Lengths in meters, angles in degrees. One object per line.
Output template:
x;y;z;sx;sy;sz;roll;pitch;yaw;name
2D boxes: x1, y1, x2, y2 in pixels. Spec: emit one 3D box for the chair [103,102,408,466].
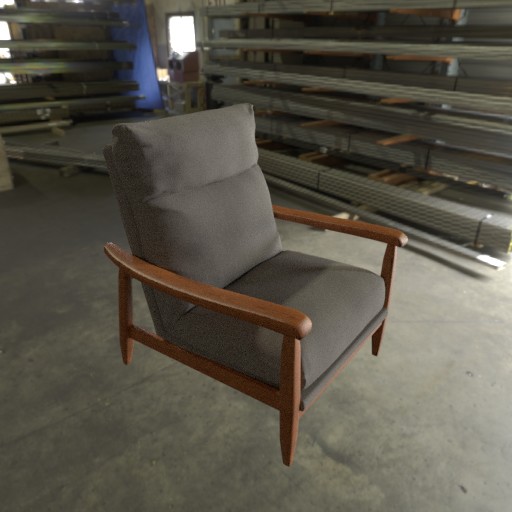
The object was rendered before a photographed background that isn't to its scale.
0.000;0.000;1.557;0.816;0.922;0.782;19;32;33;chair
